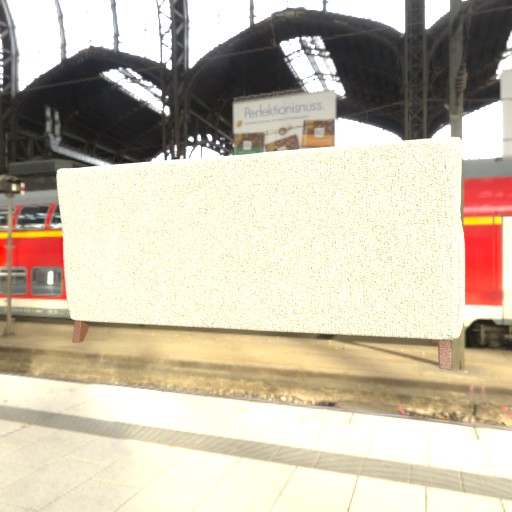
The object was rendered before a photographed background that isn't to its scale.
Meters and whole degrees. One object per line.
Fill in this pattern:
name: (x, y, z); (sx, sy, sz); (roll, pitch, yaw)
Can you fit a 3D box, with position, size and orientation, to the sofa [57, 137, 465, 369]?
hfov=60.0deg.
sofa: (0.000, 0.000, 2.431); (2.026, 0.942, 0.854); (0, -1, 19)
